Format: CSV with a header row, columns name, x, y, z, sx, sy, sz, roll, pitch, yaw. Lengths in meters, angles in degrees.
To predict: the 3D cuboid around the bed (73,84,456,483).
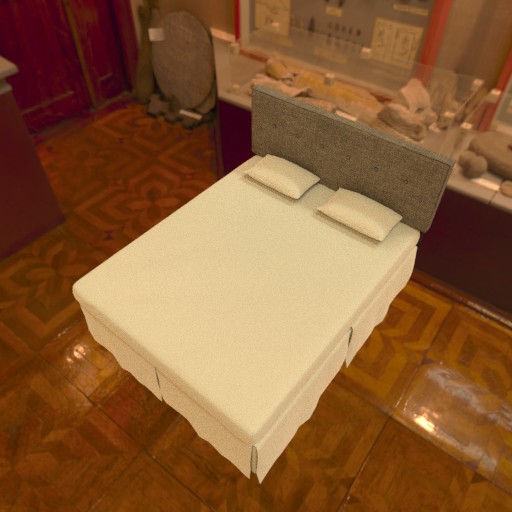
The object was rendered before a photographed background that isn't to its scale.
name,x,y,z,sx,sy,sz,roll,pitch,yaw
bed,0.000,0.000,2.967,1.621,1.168,1.958,31,54,26
